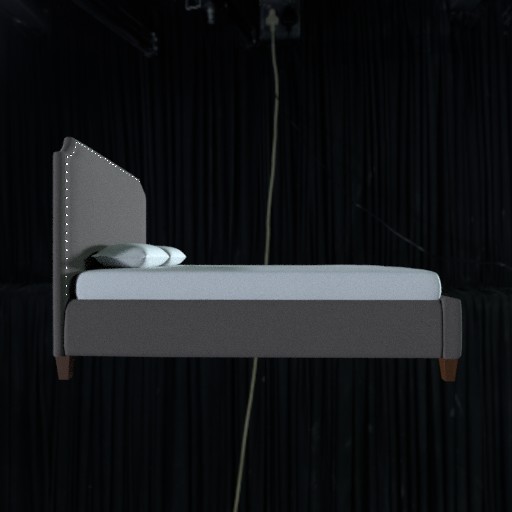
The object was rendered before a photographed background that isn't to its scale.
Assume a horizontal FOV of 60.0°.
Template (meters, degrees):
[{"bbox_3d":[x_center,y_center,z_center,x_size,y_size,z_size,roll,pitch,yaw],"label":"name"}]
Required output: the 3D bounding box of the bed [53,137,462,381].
[{"bbox_3d":[0.000,0.000,3.369,2.372,1.443,1.713,0,0,1],"label":"bed"}]
